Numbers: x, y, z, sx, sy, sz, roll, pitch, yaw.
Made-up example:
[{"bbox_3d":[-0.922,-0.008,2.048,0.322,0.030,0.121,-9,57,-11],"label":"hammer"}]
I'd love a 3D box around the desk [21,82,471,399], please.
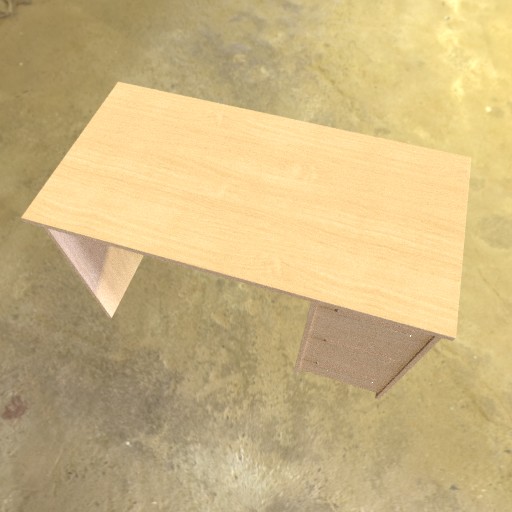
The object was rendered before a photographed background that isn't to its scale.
[{"bbox_3d":[0.000,0.000,1.512,1.097,0.735,0.560,15,60,9],"label":"desk"}]
